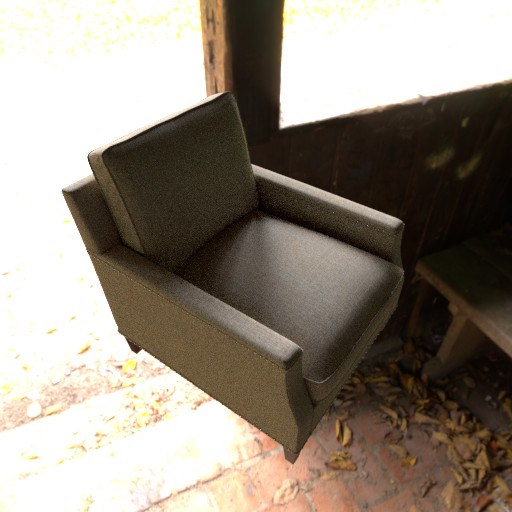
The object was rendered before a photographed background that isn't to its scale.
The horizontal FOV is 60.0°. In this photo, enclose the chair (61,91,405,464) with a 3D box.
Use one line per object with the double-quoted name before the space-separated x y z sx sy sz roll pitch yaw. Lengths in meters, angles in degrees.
"chair" 0.000 0.000 1.721 1.014 0.943 0.853 25 47 27
